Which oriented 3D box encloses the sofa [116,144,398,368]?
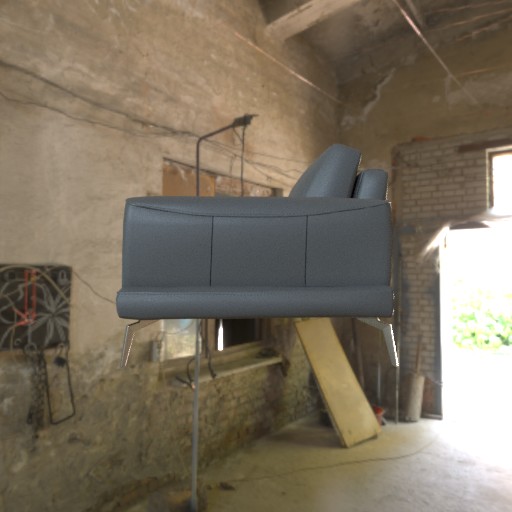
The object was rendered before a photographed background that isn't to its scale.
[{"bbox_3d":[0.000,0.000,2.733,1.121,0.930,2.177,0,-2,0],"label":"sofa"}]
